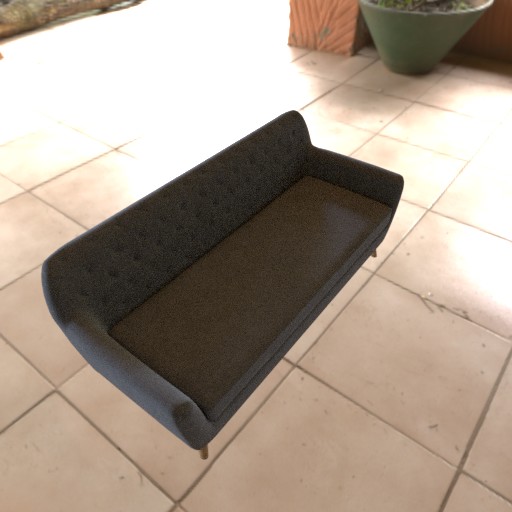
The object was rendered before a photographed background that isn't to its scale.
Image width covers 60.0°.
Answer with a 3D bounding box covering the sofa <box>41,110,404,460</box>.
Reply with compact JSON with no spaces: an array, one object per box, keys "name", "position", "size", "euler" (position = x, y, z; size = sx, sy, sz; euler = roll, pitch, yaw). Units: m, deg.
[{"name":"sofa","position":[0.000,0.000,2.399],"size":[0.830,0.830,1.970],"euler":[27,49,27]}]
